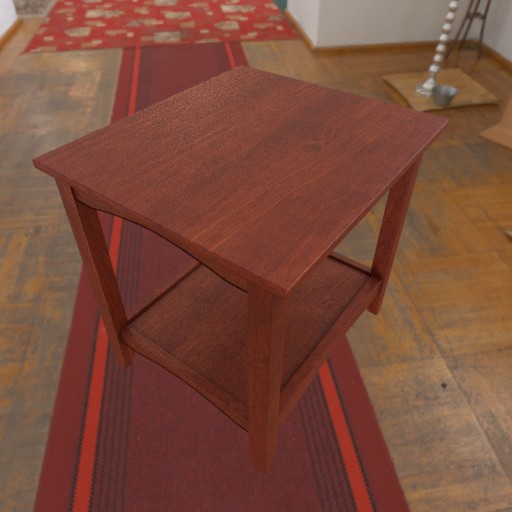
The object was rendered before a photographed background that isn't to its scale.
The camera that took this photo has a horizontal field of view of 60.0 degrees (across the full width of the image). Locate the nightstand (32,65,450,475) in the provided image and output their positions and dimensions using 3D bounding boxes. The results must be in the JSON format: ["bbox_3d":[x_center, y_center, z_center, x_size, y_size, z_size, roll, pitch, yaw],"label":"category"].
[{"bbox_3d":[0.000,0.000,0.965,0.501,0.558,0.558,26,48,26],"label":"nightstand"}]
